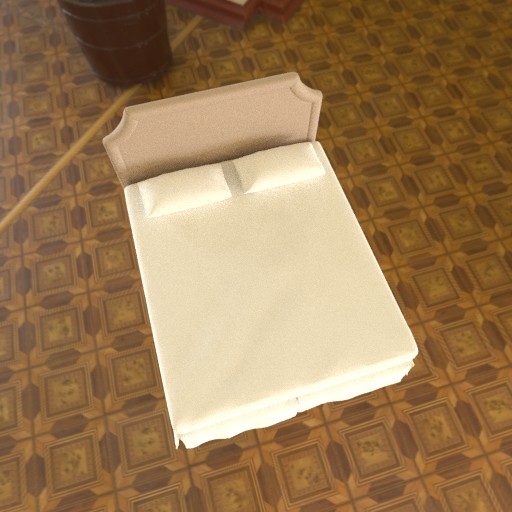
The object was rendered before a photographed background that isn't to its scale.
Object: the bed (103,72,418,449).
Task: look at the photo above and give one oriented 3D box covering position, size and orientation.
[{"bbox_3d":[0.000,0.000,4.155,2.350,1.590,2.773,-15,64,-8],"label":"bed"}]
